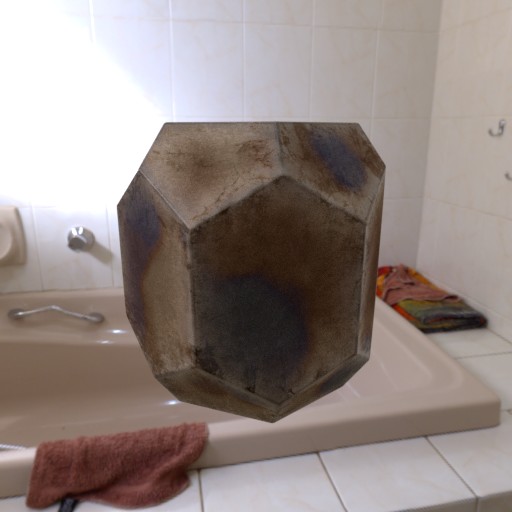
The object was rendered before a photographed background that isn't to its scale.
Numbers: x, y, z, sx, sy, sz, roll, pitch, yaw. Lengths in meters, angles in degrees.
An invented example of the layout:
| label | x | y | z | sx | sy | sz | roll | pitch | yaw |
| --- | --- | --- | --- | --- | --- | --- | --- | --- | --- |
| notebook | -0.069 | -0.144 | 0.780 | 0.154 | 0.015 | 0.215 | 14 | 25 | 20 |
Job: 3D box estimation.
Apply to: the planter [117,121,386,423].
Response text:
| label | x | y | z | sx | sy | sz | roll | pitch | yaw |
| --- | --- | --- | --- | --- | --- | --- | --- | --- | --- |
| planter | 0.000 | 0.000 | 0.414 | 0.243 | 0.238 | 0.221 | -2 | 16 | -9 |
